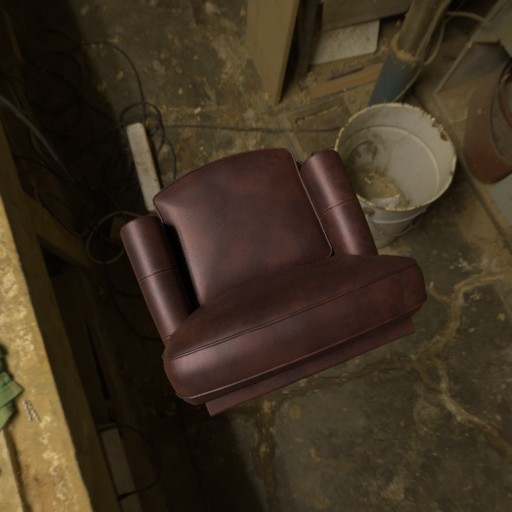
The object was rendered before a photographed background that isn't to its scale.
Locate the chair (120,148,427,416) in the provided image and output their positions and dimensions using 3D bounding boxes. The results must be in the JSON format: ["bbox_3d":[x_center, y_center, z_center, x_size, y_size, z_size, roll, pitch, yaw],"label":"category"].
[{"bbox_3d":[0.000,0.000,1.781,0.936,1.018,0.986,-21,76,-5],"label":"chair"}]
